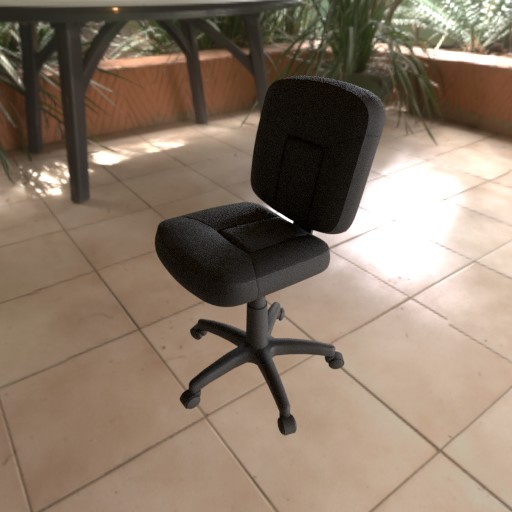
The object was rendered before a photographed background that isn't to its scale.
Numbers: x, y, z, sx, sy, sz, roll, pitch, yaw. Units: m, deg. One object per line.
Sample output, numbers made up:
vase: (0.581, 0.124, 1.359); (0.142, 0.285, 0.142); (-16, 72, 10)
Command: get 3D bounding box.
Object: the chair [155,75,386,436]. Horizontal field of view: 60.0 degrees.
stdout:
chair: (0.000, 0.000, 1.374); (0.610, 0.972, 0.610); (-22, 38, -31)
